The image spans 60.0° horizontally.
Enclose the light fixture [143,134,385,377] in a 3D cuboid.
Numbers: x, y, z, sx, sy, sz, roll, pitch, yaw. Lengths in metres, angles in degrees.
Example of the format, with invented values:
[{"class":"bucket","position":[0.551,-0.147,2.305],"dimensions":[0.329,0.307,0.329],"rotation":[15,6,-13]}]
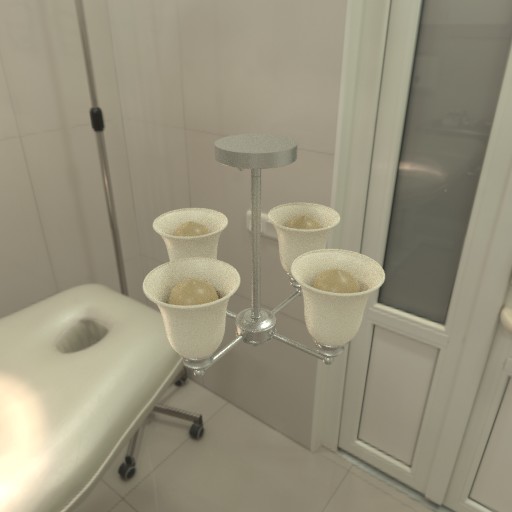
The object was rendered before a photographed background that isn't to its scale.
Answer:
[{"class":"light fixture","position":[0.000,0.000,0.728],"dimensions":[0.427,0.370,0.427],"rotation":[19,33,32]}]
